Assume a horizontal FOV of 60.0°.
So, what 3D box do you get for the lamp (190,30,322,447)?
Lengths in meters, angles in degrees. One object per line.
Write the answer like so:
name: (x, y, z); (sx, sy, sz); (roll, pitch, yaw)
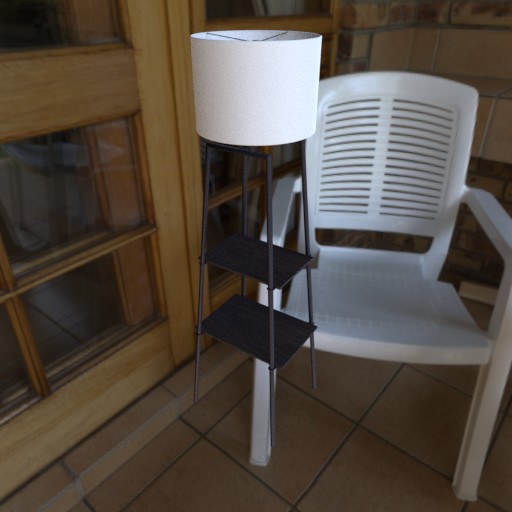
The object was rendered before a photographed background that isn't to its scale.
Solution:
lamp: (0.000, 0.000, 1.647); (0.427, 1.474, 0.384); (19, 35, 29)
